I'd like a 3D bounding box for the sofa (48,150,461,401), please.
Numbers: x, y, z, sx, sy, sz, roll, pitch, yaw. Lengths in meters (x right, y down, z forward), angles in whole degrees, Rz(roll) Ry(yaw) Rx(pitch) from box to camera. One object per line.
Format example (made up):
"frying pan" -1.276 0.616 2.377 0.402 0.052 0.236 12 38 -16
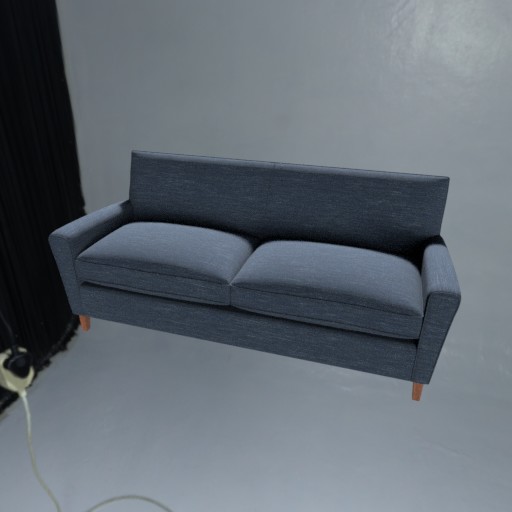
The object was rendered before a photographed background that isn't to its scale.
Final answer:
"sofa" 0.000 0.000 2.450 1.976 0.846 0.875 8 29 15
